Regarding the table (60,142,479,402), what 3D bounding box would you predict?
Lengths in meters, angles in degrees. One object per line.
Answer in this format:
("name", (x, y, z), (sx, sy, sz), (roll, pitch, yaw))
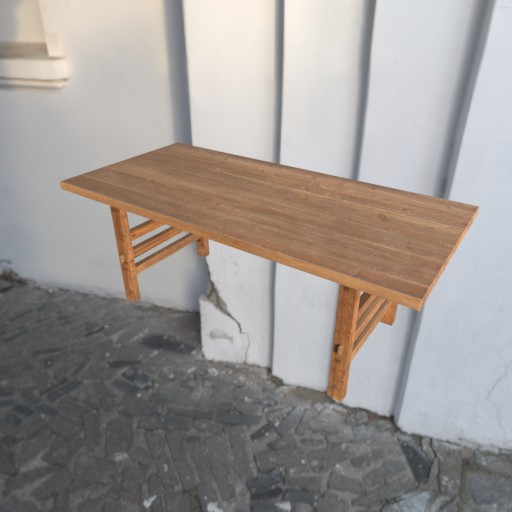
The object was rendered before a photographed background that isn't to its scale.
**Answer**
("table", (0.000, 0.000, 2.509), (2.003, 0.760, 0.952), (19, 35, 29))
